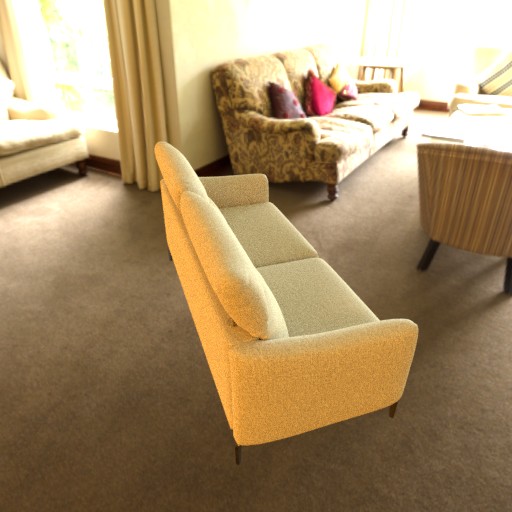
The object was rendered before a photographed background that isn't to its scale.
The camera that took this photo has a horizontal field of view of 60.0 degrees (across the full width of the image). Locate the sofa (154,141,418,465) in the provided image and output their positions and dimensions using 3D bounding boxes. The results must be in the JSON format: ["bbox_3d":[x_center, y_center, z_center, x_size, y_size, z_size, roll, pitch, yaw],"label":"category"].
[{"bbox_3d":[0.000,0.000,2.576,0.856,0.956,2.015,-10,32,-16],"label":"sofa"}]
